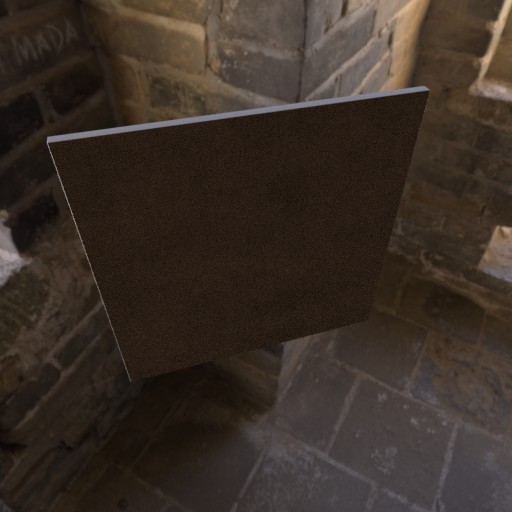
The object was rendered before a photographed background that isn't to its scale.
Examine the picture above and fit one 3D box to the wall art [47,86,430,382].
[{"bbox_3d":[0.000,0.000,0.969,0.664,0.661,0.020,-12,44,-13],"label":"wall art"}]
